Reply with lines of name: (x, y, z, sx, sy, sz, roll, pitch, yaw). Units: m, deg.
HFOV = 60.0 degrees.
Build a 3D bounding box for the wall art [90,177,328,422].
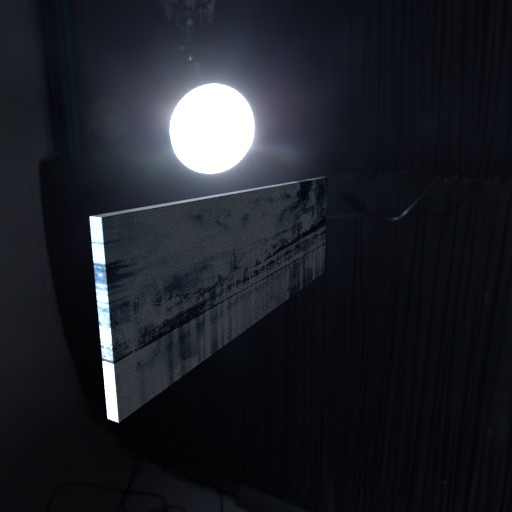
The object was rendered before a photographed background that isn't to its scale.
wall art: (0.000, 0.000, 1.690, 0.037, 0.509, 1.524, 7, 15, 27)
